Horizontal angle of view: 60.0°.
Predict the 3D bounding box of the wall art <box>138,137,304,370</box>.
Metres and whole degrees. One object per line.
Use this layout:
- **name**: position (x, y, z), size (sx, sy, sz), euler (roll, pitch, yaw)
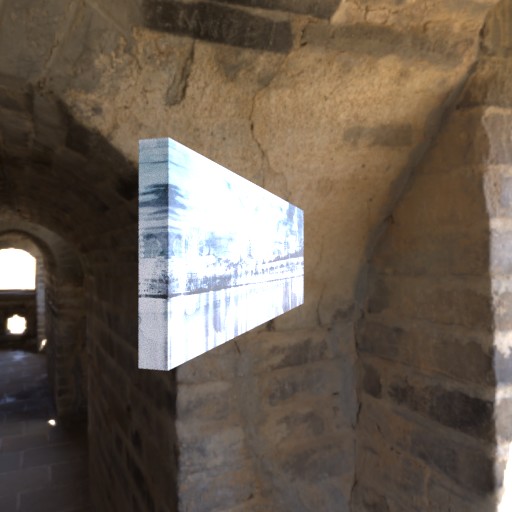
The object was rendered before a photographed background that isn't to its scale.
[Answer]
- **wall art**: position (0.000, 0.000, 0.843), size (0.037, 0.251, 0.759), euler (0, 0, 17)
